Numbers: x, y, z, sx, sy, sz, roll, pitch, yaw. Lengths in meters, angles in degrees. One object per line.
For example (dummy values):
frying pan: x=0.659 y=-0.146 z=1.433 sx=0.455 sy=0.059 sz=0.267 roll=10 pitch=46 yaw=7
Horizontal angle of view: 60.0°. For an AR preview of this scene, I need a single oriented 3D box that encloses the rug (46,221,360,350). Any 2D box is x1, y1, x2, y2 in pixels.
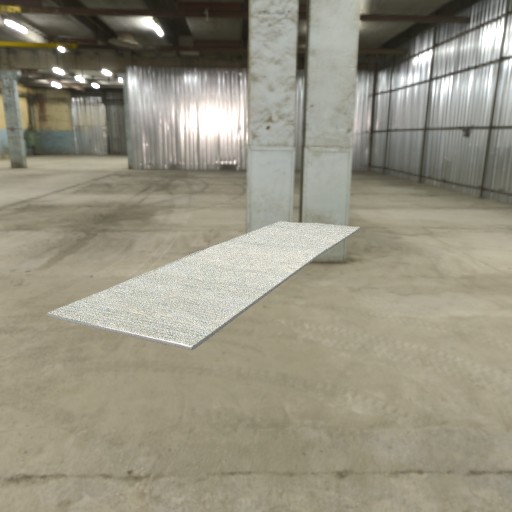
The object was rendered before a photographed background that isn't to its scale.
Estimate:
rug: x=0.000 y=0.000 z=2.589 sx=0.675 sy=0.037 sz=2.341 roll=7 pitch=16 yaw=25
